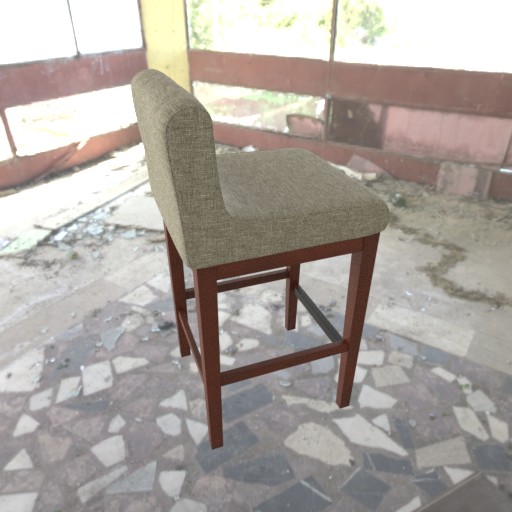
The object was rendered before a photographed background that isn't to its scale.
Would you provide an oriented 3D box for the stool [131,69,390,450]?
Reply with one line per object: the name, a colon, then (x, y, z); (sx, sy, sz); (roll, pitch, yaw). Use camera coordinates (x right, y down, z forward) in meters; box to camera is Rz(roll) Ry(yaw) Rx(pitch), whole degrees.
stool: (0.000, 0.000, 1.094); (0.459, 0.835, 0.417); (-11, 32, -18)
